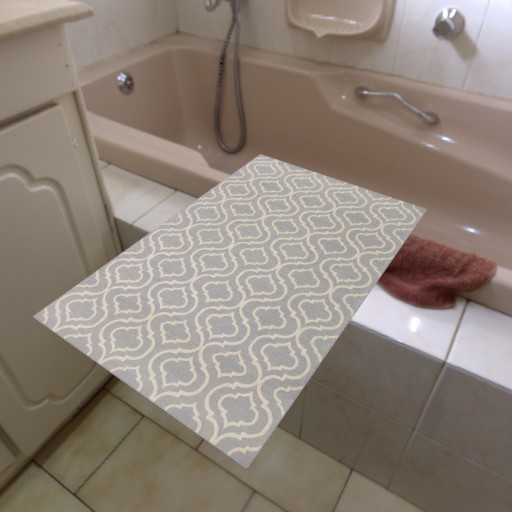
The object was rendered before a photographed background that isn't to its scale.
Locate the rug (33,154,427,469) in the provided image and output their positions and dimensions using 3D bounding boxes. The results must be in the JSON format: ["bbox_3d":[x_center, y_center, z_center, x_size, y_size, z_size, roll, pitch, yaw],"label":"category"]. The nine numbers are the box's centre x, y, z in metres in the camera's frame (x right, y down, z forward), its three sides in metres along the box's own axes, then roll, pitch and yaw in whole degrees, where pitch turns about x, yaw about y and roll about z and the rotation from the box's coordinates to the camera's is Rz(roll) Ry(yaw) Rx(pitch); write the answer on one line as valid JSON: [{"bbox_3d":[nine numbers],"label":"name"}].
[{"bbox_3d":[0.000,0.000,2.209,1.141,0.015,1.749,25,47,25],"label":"rug"}]
